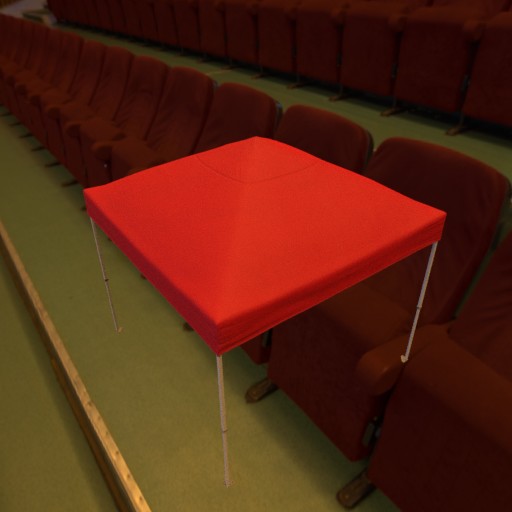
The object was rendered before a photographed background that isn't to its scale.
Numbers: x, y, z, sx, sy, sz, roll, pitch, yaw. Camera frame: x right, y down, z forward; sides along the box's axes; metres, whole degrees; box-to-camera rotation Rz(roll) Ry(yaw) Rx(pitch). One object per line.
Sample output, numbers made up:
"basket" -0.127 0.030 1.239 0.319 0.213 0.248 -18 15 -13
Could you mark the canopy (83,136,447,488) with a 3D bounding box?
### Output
"canopy" 0.000 0.000 5.476 2.998 2.997 2.996 -22 39 -30
